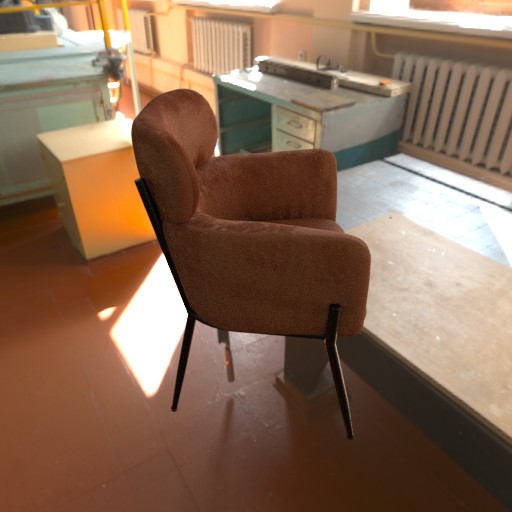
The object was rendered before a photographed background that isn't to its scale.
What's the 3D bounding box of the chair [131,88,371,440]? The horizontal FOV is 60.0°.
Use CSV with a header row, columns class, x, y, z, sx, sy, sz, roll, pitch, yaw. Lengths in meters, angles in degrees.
class,x,y,z,sx,sy,sz,roll,pitch,yaw
chair,0.000,0.000,1.156,0.523,0.772,0.561,1,32,1
